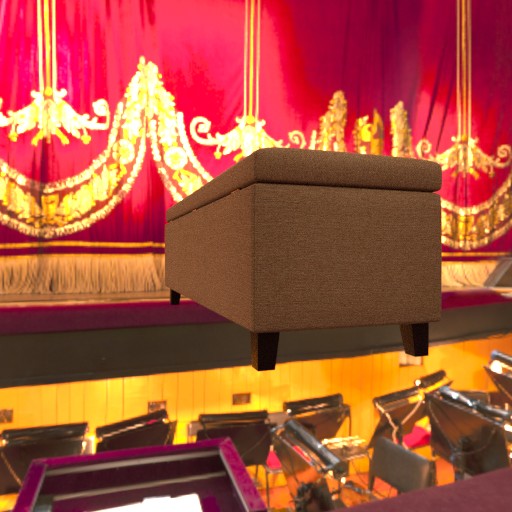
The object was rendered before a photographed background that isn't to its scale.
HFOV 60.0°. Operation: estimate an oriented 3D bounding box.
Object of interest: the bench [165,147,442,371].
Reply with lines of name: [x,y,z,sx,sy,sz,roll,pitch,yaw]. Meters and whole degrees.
bench: [0.000,0.000,1.482,0.446,0.438,1.269,0,0,-19]
